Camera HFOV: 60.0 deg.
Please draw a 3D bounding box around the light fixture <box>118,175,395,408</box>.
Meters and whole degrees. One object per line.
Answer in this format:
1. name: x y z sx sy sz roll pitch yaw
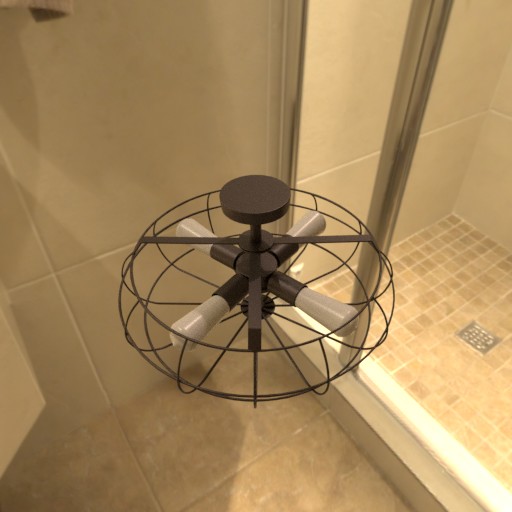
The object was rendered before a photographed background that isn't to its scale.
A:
1. light fixture: 0.000 0.000 0.919 0.582 0.311 0.582 0 41 0
